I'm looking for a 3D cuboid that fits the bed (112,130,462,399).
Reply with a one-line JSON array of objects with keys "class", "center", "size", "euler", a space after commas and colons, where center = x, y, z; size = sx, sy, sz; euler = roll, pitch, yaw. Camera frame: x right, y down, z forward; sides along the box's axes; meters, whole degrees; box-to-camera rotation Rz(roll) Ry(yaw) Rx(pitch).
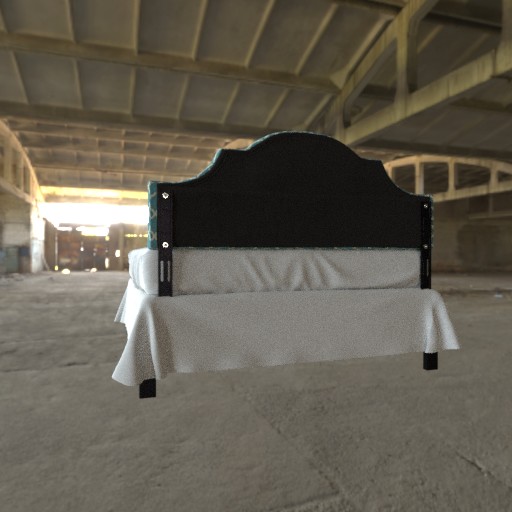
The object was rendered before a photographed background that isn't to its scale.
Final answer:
[{"class": "bed", "center": [0.000, 0.000, 3.739], "size": [2.314, 1.601, 2.222], "euler": [0, 0, -18]}]
